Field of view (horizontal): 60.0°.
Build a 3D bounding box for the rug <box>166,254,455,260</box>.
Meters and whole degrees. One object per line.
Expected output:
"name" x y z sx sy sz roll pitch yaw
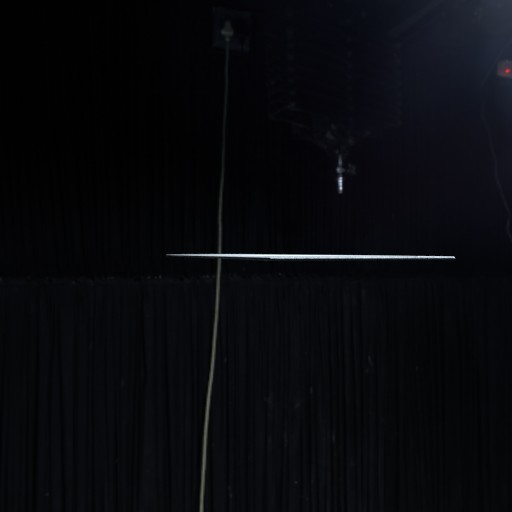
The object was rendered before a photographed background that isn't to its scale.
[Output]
"rug" 0.000 0.000 2.695 0.759 0.012 2.430 0 0 -19
